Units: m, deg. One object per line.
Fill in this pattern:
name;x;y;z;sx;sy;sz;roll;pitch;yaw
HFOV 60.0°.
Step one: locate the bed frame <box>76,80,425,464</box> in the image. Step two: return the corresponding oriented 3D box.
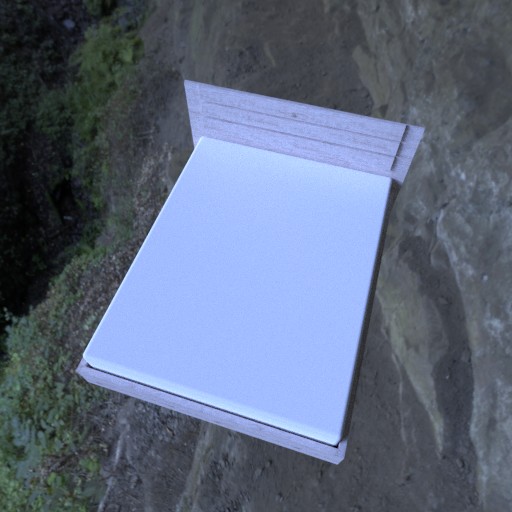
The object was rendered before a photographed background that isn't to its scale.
bed frame;0.000;0.000;3.005;1.750;0.970;2.080;15;59;9
